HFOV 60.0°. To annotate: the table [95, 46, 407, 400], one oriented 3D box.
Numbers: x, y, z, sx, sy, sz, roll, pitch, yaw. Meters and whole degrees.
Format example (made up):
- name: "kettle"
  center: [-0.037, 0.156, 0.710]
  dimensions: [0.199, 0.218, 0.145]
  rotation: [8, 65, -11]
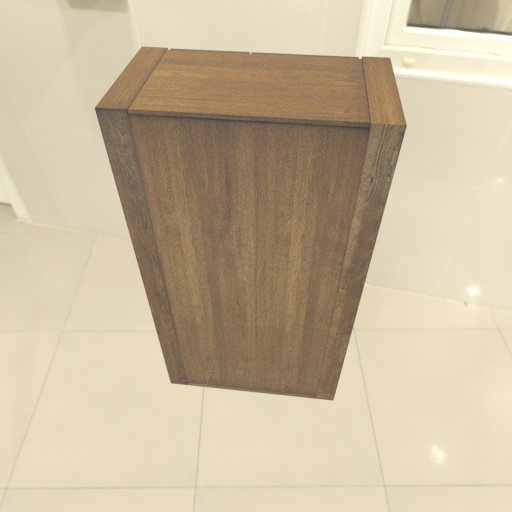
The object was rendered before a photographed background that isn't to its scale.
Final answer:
- name: "table"
  center: [0.000, 0.000, 2.470]
  dimensions: [1.100, 2.000, 0.600]
  rotation: [5, 46, 5]
